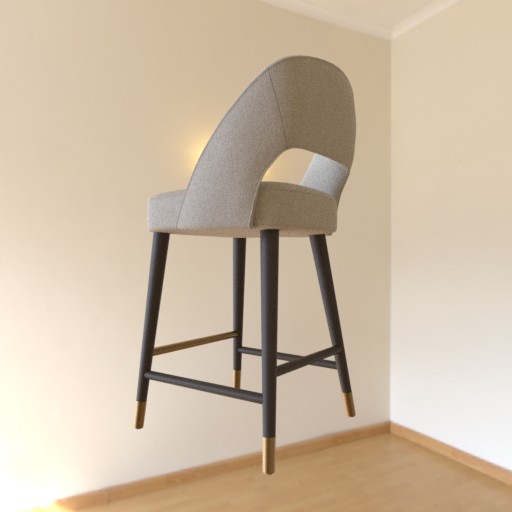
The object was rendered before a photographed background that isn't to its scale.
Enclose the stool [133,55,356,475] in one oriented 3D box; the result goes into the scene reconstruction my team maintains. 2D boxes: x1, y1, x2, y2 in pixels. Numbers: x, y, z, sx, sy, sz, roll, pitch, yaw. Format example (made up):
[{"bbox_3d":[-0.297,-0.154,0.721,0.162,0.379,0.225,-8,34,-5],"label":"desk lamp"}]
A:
[{"bbox_3d":[0.000,0.000,1.243,0.509,0.940,0.494,0,0,36],"label":"stool"}]
